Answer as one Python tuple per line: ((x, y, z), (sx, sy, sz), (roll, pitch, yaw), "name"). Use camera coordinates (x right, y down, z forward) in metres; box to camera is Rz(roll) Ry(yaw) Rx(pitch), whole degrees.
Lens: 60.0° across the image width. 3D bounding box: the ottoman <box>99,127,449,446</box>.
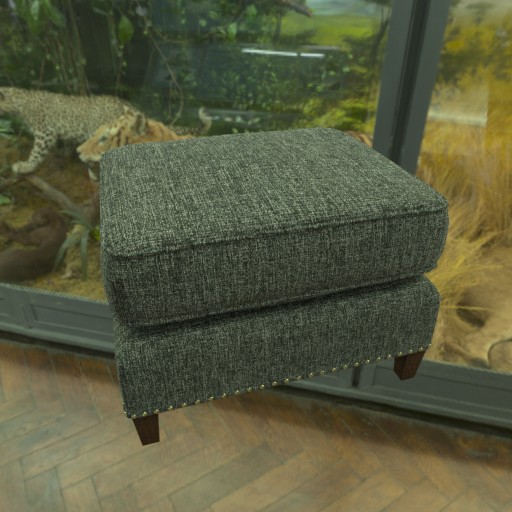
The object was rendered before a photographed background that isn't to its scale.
((0.000, 0.000, 1.145), (0.738, 0.537, 0.589), (-9, 34, -14), "ottoman")
